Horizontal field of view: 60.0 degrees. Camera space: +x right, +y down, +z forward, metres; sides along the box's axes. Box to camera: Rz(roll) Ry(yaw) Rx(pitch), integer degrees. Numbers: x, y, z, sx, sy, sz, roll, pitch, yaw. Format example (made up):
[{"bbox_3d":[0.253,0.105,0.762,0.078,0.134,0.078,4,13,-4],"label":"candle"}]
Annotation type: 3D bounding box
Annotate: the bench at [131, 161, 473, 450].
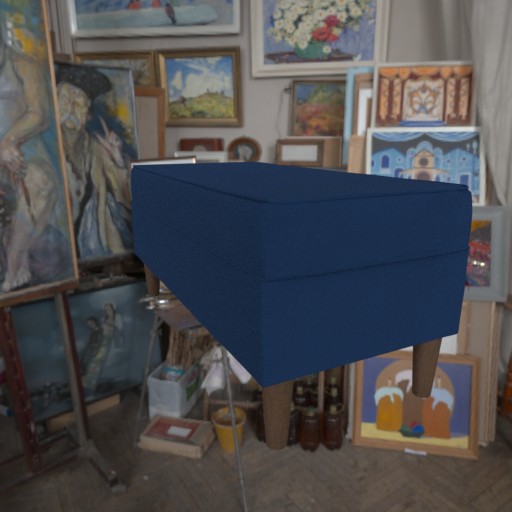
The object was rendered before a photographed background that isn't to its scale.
[{"bbox_3d":[0.000,0.000,1.252,0.489,0.467,1.010,-7,17,-26],"label":"bench"}]
